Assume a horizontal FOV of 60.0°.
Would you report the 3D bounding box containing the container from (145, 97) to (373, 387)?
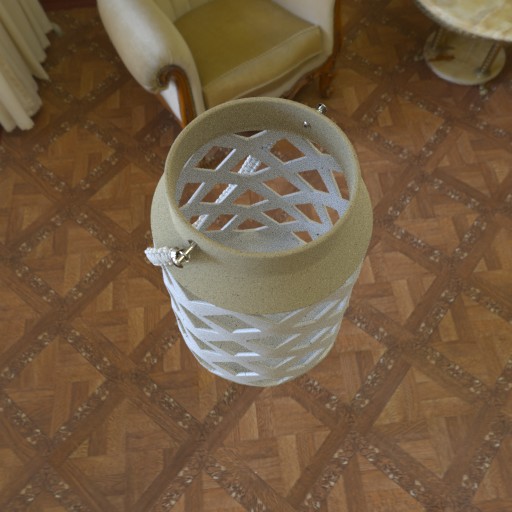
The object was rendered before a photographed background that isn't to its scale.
[{"bbox_3d":[0.000,0.000,0.347,0.172,0.229,0.163,35,69,16],"label":"container"}]
